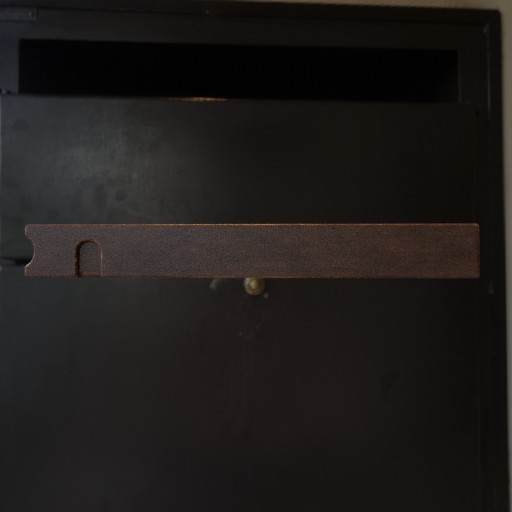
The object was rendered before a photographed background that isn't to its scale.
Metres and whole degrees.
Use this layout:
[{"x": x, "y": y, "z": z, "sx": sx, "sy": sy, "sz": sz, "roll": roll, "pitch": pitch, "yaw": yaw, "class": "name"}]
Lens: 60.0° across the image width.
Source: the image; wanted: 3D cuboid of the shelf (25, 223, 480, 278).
[{"x": 0.000, "y": 0.000, "z": 0.435, "sx": 0.296, "sy": 0.035, "sz": 0.296, "roll": 0, "pitch": -1, "yaw": 1, "class": "shelf"}]
